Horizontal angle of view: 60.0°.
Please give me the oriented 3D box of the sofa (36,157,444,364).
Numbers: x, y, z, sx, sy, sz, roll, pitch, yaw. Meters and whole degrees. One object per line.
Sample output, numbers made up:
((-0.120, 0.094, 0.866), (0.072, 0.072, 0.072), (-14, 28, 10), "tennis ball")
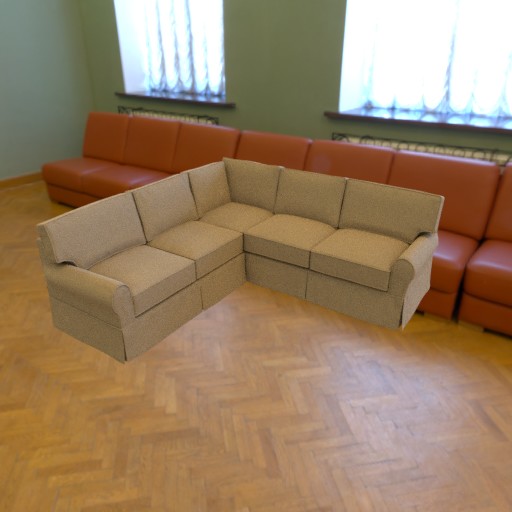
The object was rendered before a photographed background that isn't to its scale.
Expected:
((0.000, 0.000, 4.177), (2.733, 1.124, 2.730), (16, 30, 30), "sofa")
